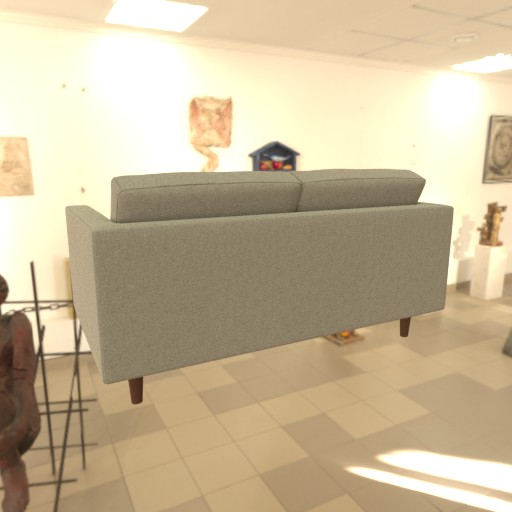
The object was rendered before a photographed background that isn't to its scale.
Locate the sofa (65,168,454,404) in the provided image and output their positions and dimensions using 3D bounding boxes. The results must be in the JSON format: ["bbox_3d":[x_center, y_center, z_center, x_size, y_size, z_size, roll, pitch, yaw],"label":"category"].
[{"bbox_3d":[0.000,0.000,2.316,1.731,0.900,1.000,-6,14,-27],"label":"sofa"}]
